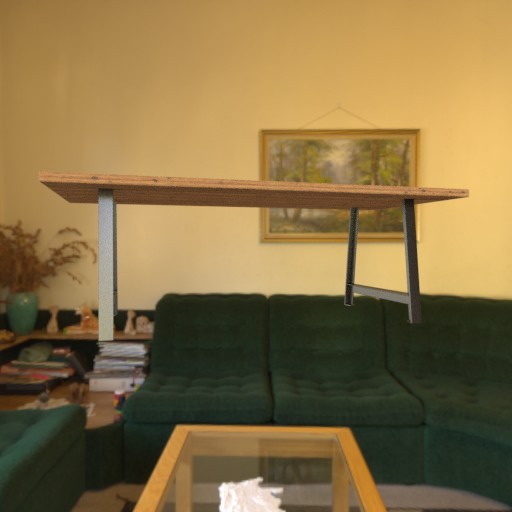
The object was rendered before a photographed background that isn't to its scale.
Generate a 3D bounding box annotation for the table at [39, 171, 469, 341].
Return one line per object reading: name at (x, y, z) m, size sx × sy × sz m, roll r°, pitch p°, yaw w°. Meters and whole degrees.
table at (0.000, 0.000, 2.667) m, size 2.200 × 0.757 × 1.000 m, roll 0°, pitch 1°, yaw -16°
